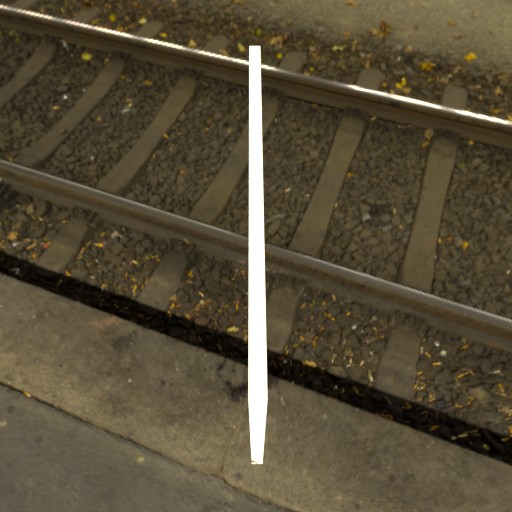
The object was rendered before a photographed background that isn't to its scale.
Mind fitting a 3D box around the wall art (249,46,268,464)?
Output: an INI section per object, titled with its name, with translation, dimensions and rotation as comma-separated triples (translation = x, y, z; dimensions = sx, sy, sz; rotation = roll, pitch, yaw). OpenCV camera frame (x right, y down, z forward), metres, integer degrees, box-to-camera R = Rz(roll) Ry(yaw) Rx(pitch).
[wall art]
translation = 0.000, 0.000, 1.460
dimensions = 0.038, 0.767, 1.144
rotation = 0, 57, 0
